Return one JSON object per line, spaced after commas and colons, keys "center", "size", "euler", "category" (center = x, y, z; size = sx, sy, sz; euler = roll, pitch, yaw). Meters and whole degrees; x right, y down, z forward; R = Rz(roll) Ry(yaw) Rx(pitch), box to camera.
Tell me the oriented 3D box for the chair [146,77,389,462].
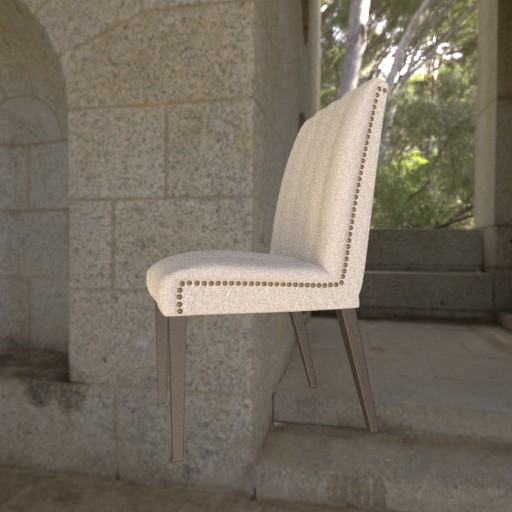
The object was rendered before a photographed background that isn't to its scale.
{"center": [0.000, 0.000, 1.388], "size": [0.647, 1.016, 0.511], "euler": [0, 1, -17], "category": "chair"}
